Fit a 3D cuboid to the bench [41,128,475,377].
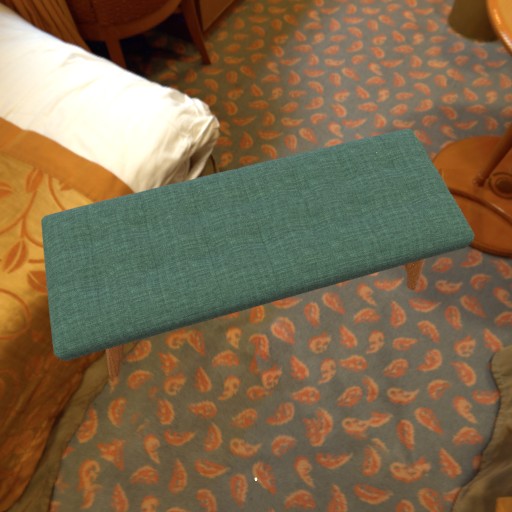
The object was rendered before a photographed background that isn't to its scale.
[{"bbox_3d":[0.000,0.000,1.354,1.118,0.432,0.406,-15,64,-7],"label":"bench"}]
